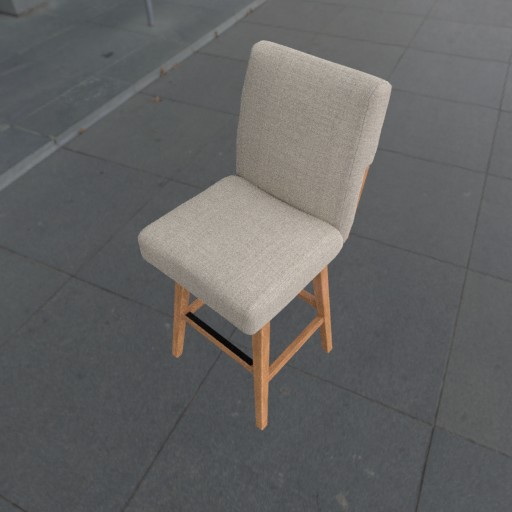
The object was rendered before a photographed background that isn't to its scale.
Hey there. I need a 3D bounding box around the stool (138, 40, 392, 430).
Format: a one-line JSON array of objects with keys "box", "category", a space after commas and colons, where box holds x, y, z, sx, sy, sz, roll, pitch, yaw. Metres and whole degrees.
[{"box": [0.000, 0.000, 1.432, 0.483, 1.106, 0.569, 32, 54, 27], "category": "stool"}]
